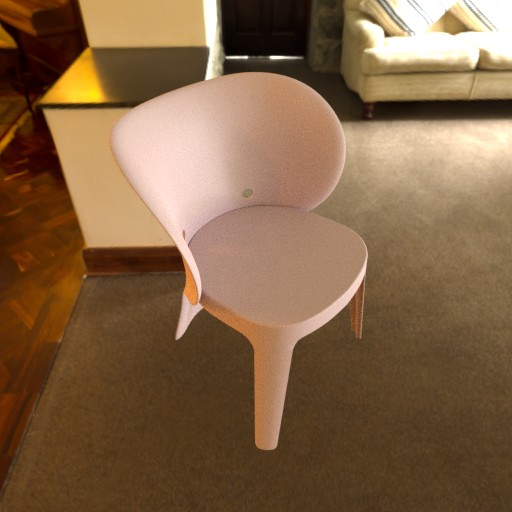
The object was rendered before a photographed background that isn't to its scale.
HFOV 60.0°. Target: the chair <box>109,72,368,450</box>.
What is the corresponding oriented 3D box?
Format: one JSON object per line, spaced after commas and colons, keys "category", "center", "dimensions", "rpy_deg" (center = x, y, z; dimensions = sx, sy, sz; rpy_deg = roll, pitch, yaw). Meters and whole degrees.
{"category": "chair", "center": [0.000, 0.000, 0.860], "dimensions": [0.402, 0.554, 0.451], "rpy_deg": [27, 47, 28]}
